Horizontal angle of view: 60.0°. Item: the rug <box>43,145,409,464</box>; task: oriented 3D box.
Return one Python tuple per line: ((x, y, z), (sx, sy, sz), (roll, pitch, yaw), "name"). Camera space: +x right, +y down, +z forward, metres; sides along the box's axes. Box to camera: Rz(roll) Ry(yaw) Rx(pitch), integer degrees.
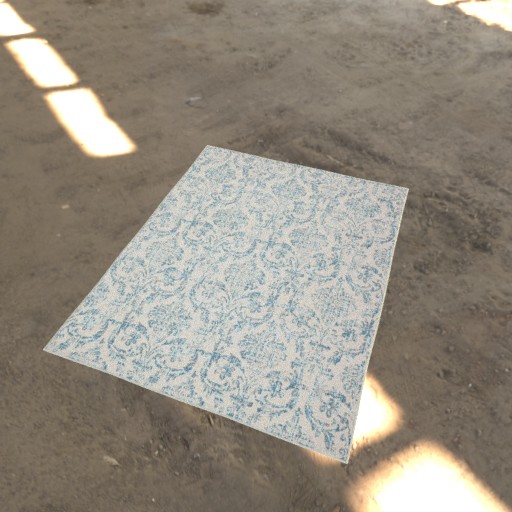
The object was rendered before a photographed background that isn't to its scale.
((0.000, 0.000, 4.055), (2.363, 0.012, 2.980), (15, 49, 14), "rug")
